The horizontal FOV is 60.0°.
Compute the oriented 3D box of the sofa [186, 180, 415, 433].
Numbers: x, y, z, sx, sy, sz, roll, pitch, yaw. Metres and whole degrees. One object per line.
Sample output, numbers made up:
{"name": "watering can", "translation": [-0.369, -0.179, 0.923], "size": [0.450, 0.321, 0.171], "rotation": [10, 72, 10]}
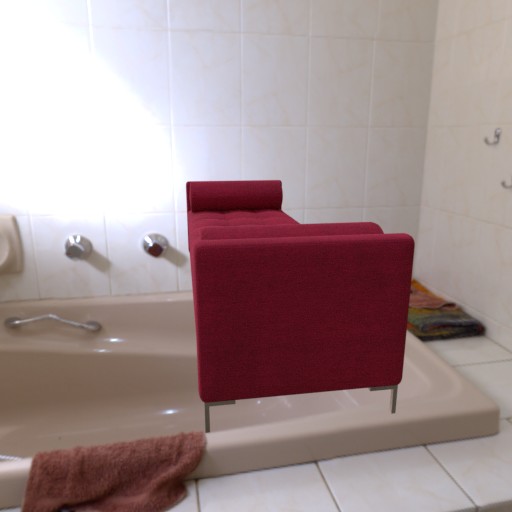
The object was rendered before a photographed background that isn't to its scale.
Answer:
{"name": "sofa", "translation": [0.000, 0.000, 2.331], "size": [0.686, 0.635, 1.981], "rotation": [-2, 15, -9]}
